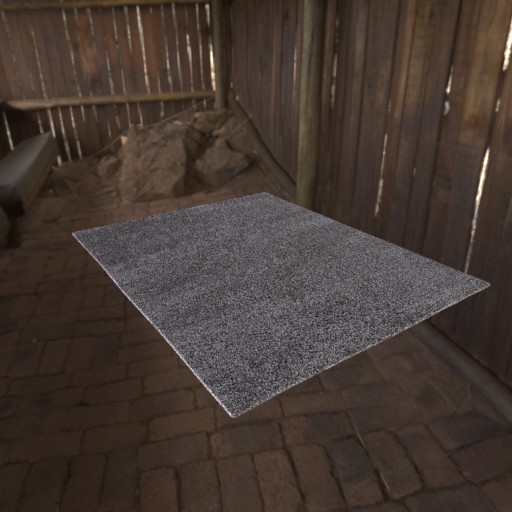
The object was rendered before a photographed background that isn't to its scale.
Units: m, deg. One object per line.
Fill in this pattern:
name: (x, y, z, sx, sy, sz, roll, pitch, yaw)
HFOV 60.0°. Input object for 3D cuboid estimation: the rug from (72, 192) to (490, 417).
rug: (0.000, 0.000, 3.961, 2.401, 0.025, 3.000, -17, 30, -31)
